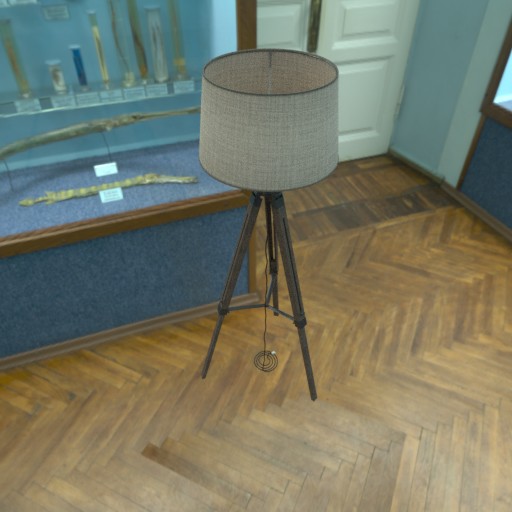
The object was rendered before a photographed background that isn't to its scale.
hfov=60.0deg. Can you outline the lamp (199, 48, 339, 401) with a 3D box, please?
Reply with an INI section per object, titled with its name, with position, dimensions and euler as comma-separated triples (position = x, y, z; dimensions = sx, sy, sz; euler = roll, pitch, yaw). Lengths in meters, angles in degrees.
[lamp]
position = 0.000, 0.000, 1.859
dimensions = 0.587, 1.510, 0.604
euler = -12, 42, -14
